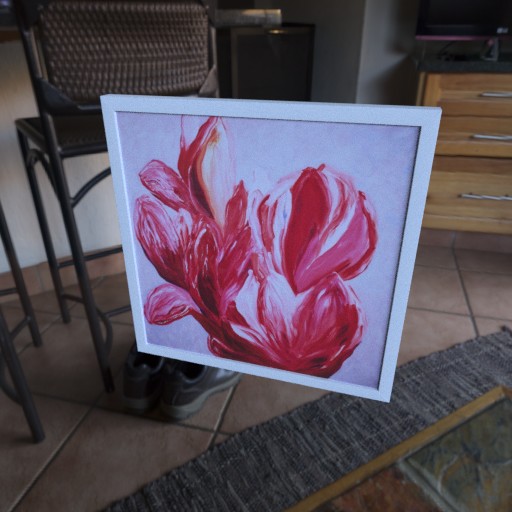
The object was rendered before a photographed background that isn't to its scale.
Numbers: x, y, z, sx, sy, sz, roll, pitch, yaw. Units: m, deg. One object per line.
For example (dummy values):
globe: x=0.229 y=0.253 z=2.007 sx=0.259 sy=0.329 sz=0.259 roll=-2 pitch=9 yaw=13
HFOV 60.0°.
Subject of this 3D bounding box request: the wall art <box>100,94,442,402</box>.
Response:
wall art: x=0.000 y=0.000 z=0.681 sx=0.455 sy=0.453 sz=0.023 roll=8 pitch=28 yaw=15
